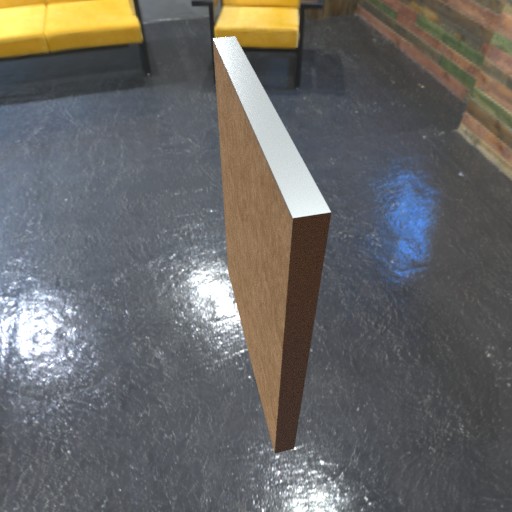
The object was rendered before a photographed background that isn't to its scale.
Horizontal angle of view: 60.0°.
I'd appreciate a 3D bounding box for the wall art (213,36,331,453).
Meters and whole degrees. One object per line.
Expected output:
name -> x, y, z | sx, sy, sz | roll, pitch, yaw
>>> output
wall art -> 0.000, 0.000, 0.755 | 0.037, 0.554, 0.453 | -9, 46, -9
